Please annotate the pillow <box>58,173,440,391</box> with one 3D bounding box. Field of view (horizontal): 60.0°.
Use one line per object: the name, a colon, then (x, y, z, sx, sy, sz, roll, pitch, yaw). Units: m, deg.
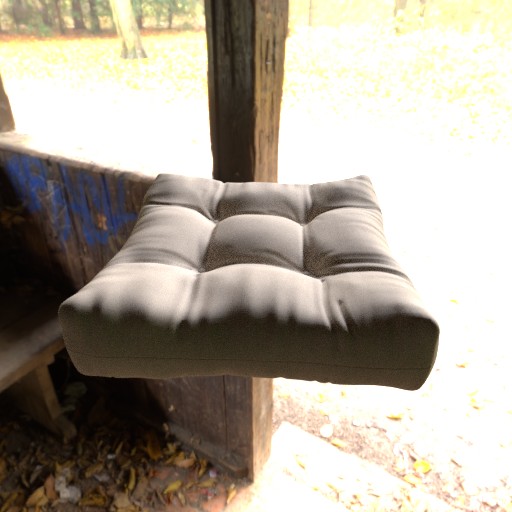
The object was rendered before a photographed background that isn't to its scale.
pillow: (0.000, 0.000, 0.732, 0.468, 0.128, 0.490, 2, 31, 3)
